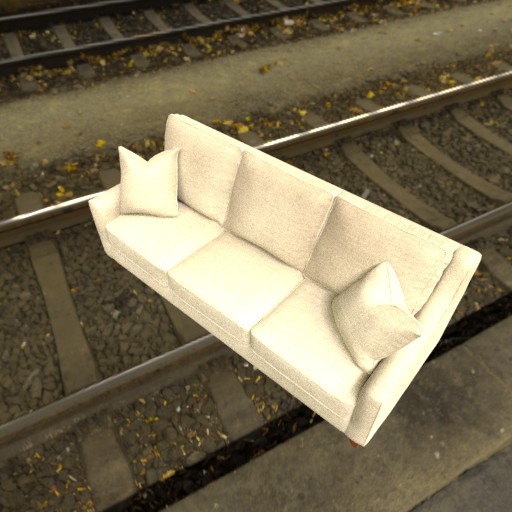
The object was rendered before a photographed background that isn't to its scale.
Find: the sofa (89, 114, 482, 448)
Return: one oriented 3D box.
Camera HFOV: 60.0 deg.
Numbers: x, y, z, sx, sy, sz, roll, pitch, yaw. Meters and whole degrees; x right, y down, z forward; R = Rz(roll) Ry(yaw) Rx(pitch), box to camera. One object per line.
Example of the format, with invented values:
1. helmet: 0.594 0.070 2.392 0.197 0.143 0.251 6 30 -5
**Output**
1. sofa: 0.000 0.000 2.512 2.031 0.914 0.865 31 53 27
